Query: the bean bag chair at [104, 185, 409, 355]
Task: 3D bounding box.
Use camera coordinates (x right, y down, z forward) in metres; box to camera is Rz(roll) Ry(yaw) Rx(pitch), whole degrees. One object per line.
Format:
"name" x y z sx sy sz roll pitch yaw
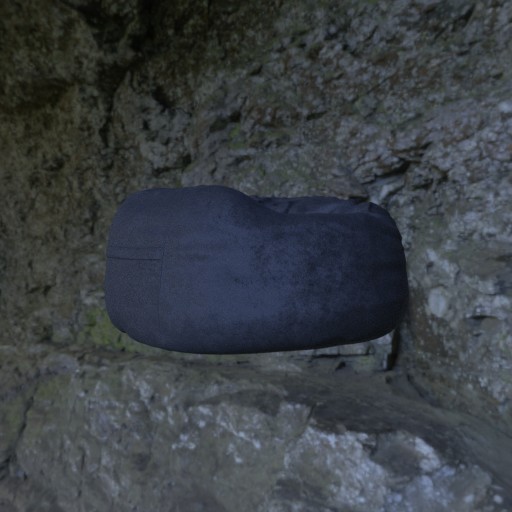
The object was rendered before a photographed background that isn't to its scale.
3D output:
"bean bag chair" 0.000 0.000 2.350 1.525 0.751 1.525 0 1 0
